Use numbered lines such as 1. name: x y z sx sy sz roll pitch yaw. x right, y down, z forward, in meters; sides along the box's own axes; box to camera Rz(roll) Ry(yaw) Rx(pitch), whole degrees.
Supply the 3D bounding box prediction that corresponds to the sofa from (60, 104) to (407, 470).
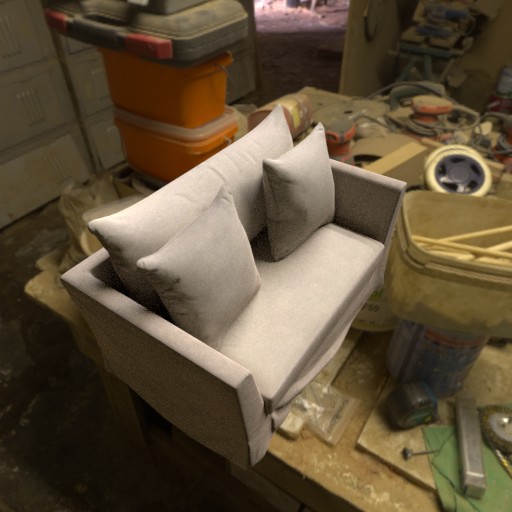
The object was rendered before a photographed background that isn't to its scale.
1. sofa: 0.000 0.000 2.338 1.035 1.040 1.608 25 47 26
